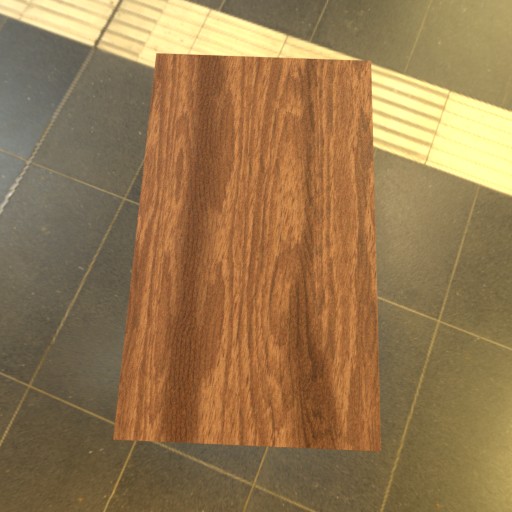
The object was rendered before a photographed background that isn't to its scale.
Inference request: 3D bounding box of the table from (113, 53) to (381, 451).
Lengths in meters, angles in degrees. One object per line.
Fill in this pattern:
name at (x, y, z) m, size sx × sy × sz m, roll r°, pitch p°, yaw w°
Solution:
table at (0.000, 0.000, 1.838) m, size 0.801 × 0.724 × 1.349 m, roll 2°, pitch 76°, yaw 1°
